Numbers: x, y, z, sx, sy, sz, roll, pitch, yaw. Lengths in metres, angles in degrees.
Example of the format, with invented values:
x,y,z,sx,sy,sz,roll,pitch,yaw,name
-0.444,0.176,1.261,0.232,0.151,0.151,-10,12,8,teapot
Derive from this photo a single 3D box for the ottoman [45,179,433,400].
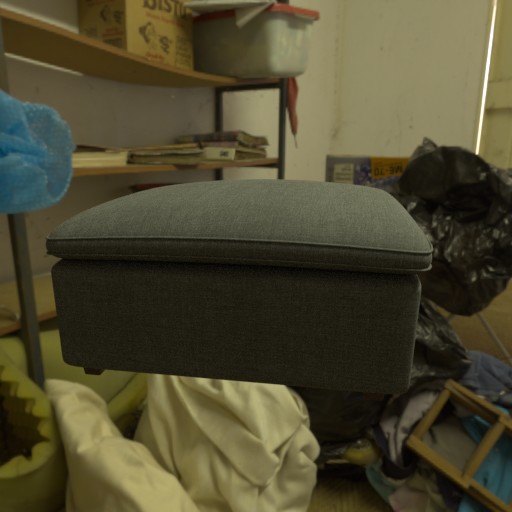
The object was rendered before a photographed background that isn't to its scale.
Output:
x,y,z,sx,sy,sz,roll,pitch,yaw,name
0.000,0.000,1.688,1.067,0.559,1.067,2,15,9,ottoman
